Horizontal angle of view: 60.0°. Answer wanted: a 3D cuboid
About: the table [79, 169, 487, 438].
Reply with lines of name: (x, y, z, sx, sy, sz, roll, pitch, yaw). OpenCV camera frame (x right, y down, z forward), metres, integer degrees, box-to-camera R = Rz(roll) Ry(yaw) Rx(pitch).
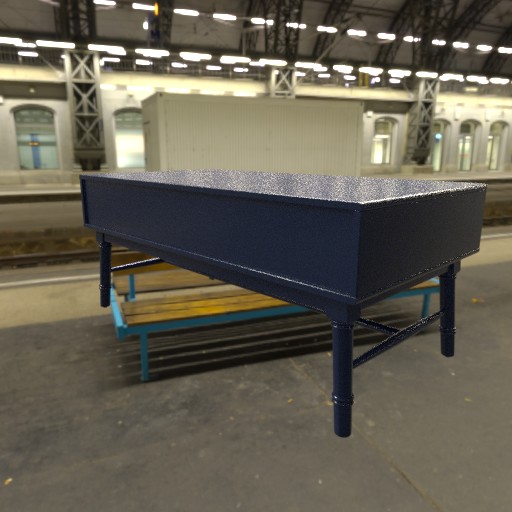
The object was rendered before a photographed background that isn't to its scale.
table: (0.000, 0.000, 1.320, 0.572, 0.457, 1.067, -13, 19, -43)
